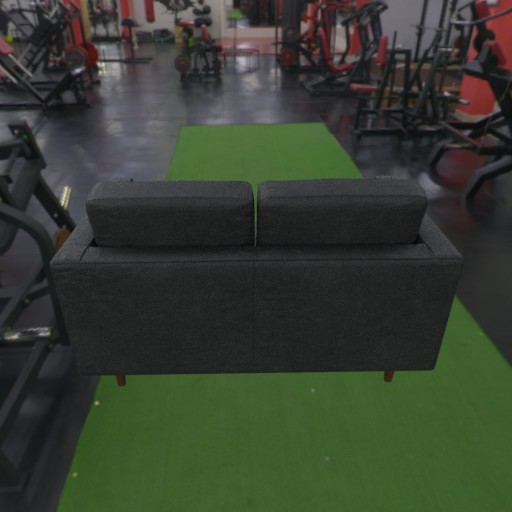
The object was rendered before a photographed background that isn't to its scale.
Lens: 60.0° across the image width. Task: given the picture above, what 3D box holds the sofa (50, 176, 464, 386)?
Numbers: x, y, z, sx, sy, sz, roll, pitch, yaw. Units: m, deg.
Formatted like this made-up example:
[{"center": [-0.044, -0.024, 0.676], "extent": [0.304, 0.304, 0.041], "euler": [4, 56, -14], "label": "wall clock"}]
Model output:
[{"center": [0.000, 0.000, 2.013], "extent": [1.430, 0.899, 0.879], "euler": [-1, 30, -1], "label": "sofa"}]
